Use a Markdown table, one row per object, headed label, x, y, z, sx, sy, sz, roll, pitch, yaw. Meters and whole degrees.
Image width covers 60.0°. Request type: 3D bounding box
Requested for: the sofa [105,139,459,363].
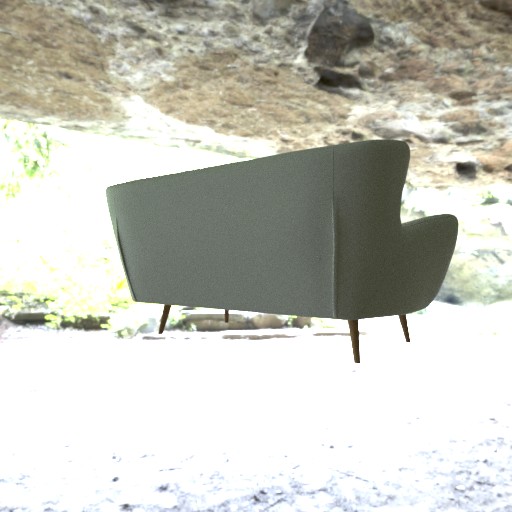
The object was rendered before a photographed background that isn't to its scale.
| label | x | y | z | sx | sy | sz | roll | pitch | yaw |
| --- | --- | --- | --- | --- | --- | --- | --- | --- | --- |
| sofa | 0.000 | 0.000 | 2.447 | 1.930 | 0.890 | 0.899 | -1 | -1 | 37 |
